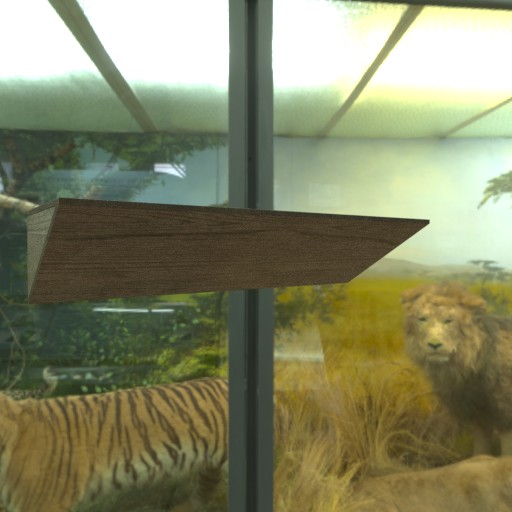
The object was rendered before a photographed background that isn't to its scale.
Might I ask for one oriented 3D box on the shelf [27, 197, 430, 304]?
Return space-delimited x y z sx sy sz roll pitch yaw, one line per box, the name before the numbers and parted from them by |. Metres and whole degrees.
shelf | 0.000 0.000 0.689 0.610 0.125 0.200 -1 1 -35
